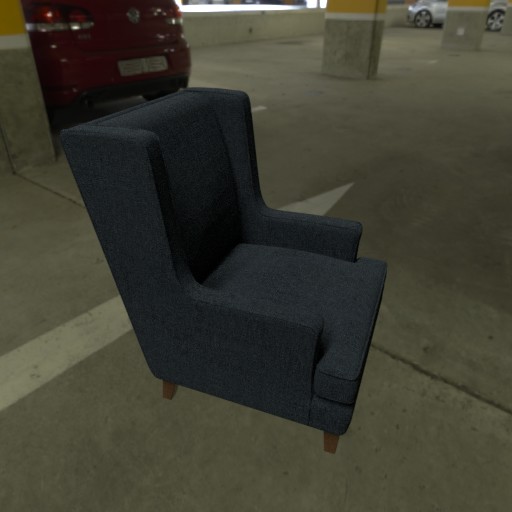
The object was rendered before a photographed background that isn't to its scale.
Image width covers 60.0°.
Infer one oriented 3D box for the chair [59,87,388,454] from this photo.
[{"bbox_3d":[0.000,0.000,1.704,0.947,1.072,0.764,11,32,18],"label":"chair"}]
